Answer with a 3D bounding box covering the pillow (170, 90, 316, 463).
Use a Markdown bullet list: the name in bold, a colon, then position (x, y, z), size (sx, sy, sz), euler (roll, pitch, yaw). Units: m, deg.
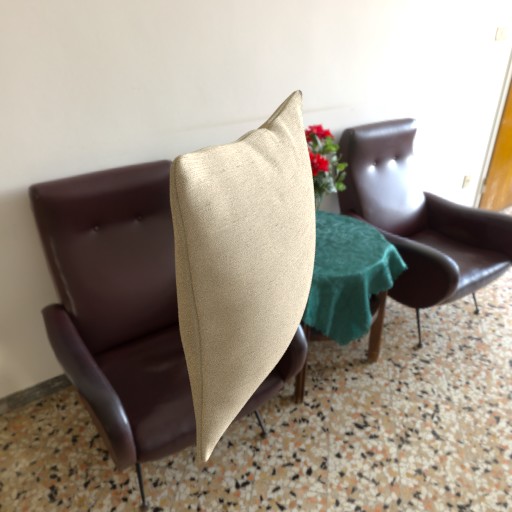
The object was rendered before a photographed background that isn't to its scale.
- **pillow**: position (0.000, 0.000, 0.670), size (0.162, 0.420, 0.437), euler (10, 30, 17)
